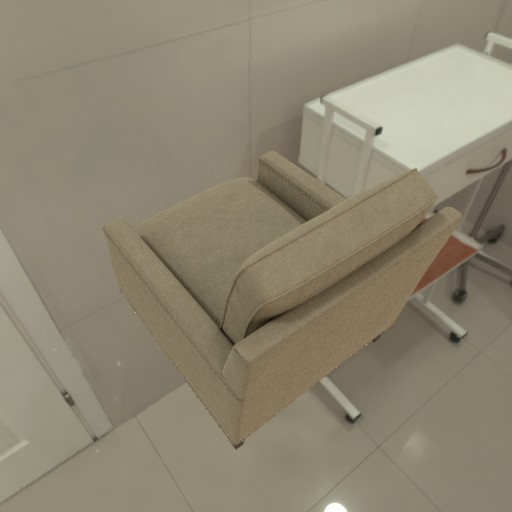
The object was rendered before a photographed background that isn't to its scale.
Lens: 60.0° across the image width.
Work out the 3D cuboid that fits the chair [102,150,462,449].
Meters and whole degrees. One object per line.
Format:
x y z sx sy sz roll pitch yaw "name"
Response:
0.000 0.000 1.700 0.853 0.943 1.014 -29 53 -25 "chair"
